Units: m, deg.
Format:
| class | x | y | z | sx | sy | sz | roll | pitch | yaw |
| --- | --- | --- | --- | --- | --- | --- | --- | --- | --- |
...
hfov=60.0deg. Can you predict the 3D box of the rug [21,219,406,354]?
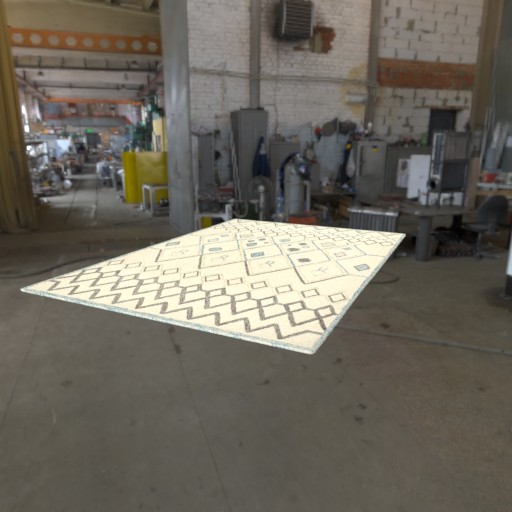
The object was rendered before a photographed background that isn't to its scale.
| class | x | y | z | sx | sy | sz | roll | pitch | yaw |
| --- | --- | --- | --- | --- | --- | --- | --- | --- | --- |
| rug | 0.000 | 0.000 | 2.332 | 1.260 | 0.009 | 1.820 | 7 | 17 | 25 |
